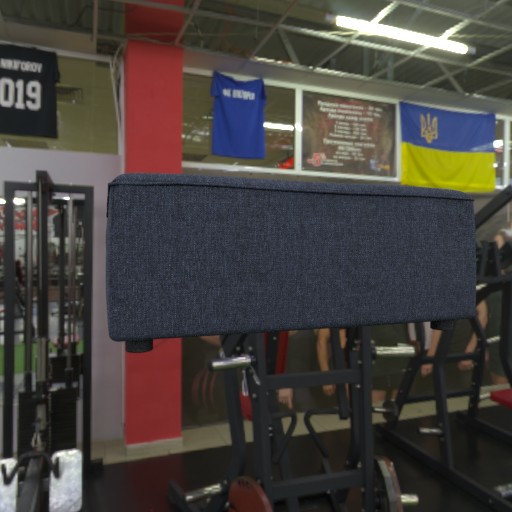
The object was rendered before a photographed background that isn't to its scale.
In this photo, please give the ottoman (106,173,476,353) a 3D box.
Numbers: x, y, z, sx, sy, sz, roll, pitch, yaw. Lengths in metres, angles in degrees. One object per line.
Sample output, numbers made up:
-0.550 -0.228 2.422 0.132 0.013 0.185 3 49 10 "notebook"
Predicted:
0.000 0.000 1.575 1.023 0.423 1.017 0 1 -18 "ottoman"
